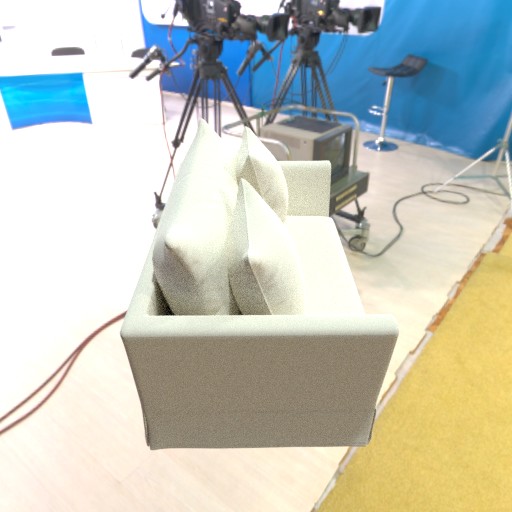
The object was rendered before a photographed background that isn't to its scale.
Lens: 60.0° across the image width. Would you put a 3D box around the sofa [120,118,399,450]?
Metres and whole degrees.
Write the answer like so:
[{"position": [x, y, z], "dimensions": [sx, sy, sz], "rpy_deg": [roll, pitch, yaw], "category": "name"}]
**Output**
[{"position": [0.000, 0.000, 2.295], "dimensions": [1.026, 1.039, 1.608], "rpy_deg": [0, 33, -1], "category": "sofa"}]
